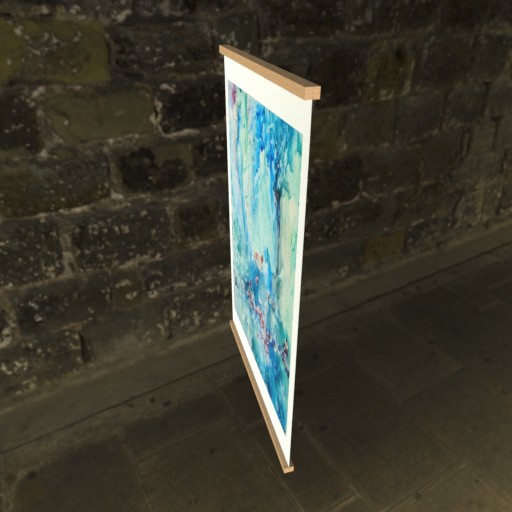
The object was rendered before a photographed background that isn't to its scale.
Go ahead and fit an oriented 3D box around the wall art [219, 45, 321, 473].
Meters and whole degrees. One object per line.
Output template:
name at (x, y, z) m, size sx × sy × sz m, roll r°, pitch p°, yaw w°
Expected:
wall art at (0.000, 0.000, 1.252) m, size 0.027 × 1.020 × 0.669 m, roll -8°, pitch 32°, yaw -14°
